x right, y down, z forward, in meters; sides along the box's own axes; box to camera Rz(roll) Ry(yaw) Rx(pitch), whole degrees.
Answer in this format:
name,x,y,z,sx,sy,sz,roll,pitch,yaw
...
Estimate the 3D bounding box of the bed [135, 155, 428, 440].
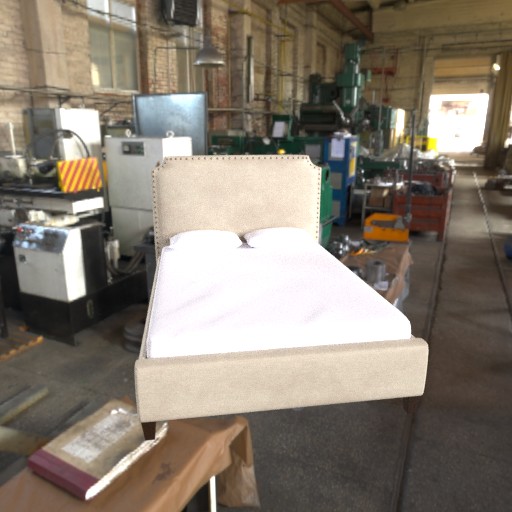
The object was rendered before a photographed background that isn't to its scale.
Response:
name,x,y,z,sx,sy,sz,roll,pitch,yaw
bed,0.000,0.000,3.506,1.712,1.443,2.372,-2,16,-9
